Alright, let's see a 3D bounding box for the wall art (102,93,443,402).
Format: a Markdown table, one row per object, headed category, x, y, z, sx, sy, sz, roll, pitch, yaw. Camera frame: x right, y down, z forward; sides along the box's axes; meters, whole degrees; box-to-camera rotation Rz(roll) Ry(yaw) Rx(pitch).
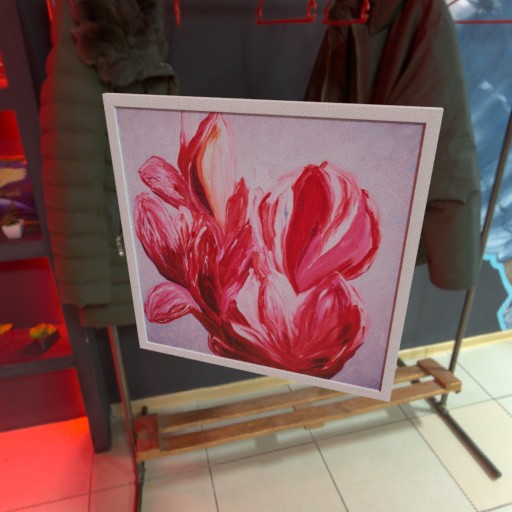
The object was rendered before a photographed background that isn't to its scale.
| category | x | y | z | sx | sy | sz | roll | pitch | yaw |
| --- | --- | --- | --- | --- | --- | --- | --- | --- | --- |
| wall art | 0.000 | 0.000 | 1.200 | 0.805 | 0.803 | 0.022 | 8 | 28 | 16 |
